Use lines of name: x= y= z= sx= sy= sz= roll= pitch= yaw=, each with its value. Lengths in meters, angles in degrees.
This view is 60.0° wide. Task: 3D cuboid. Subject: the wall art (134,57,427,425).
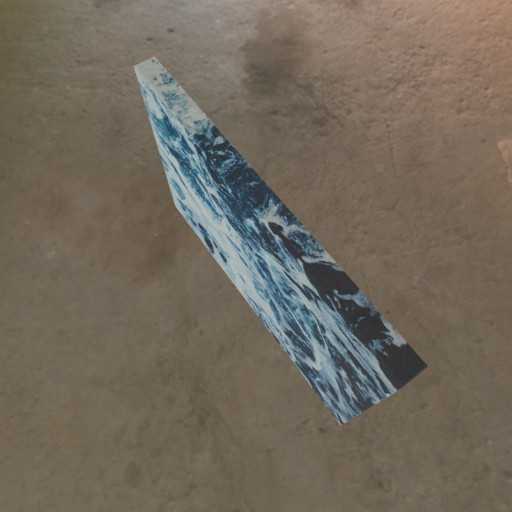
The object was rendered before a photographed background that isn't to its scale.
wall art: x=0.000 y=0.000 z=0.778 sx=0.043 sy=0.407 sz=0.609 roll=-33 pitch=68 yaw=-15
